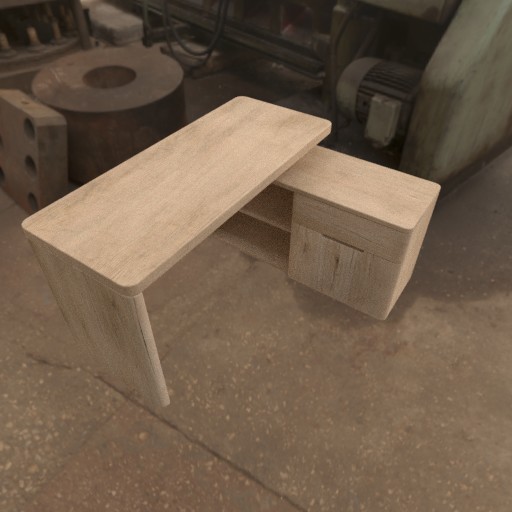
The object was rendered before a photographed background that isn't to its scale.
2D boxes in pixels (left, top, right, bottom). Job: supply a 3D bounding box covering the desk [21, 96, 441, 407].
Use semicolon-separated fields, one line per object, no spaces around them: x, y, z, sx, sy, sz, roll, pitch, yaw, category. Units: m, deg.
0.000;0.000;2.066;1.175;0.770;1.400;25;48;25;desk
